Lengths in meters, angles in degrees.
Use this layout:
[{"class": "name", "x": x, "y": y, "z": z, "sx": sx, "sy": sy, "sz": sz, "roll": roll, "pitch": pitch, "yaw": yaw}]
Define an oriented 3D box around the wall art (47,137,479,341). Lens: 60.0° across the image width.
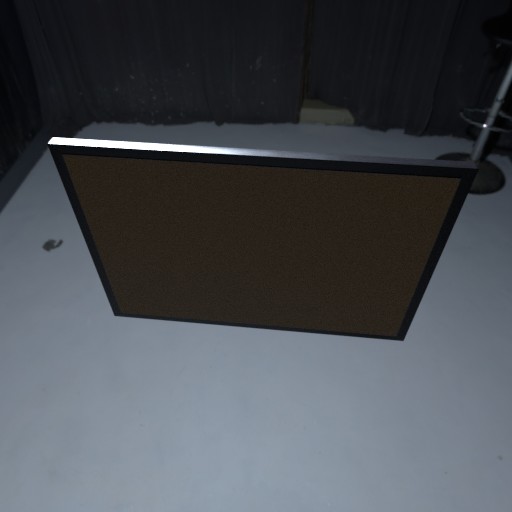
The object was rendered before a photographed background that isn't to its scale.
[{"class": "wall art", "x": 0.000, "y": 0.000, "z": 0.564, "sx": 0.440, "sy": 0.306, "sz": 0.013, "roll": 4, "pitch": 47, "yaw": 4}]
